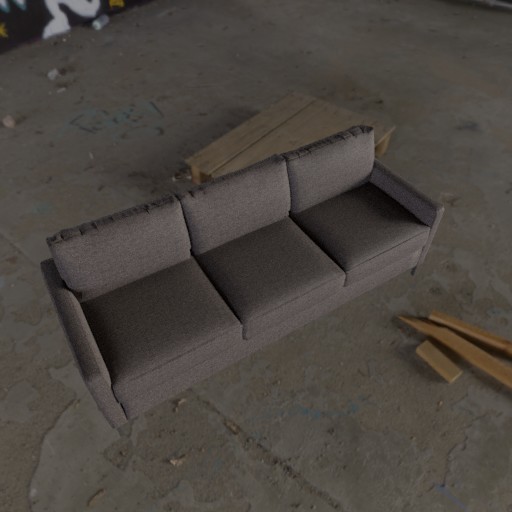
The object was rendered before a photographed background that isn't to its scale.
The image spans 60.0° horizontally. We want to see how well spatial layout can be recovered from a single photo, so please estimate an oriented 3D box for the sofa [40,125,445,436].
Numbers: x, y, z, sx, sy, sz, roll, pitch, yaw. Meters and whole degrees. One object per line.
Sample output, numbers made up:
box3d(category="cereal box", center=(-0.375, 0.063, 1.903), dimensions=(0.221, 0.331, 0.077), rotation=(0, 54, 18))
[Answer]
box3d(category="sofa", center=(0.000, 0.000, 2.669), dimensions=(2.253, 0.882, 0.876), rotation=(-24, 51, -21))
